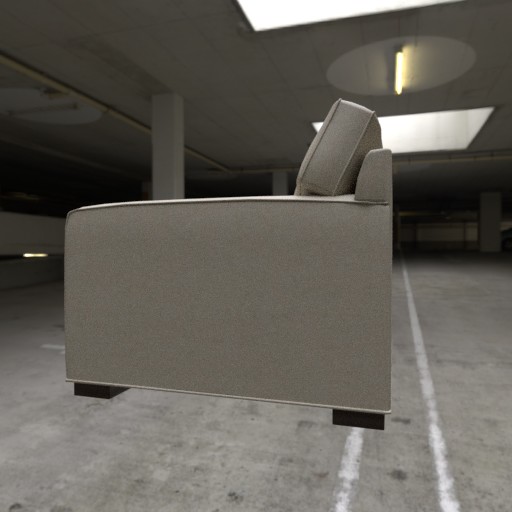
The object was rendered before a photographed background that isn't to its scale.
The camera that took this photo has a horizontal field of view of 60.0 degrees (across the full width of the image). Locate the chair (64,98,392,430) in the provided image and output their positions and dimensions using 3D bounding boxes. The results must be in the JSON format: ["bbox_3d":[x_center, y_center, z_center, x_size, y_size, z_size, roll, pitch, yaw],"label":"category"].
[{"bbox_3d":[0.000,0.000,1.774,1.043,0.913,0.998,0,1,17],"label":"chair"}]
